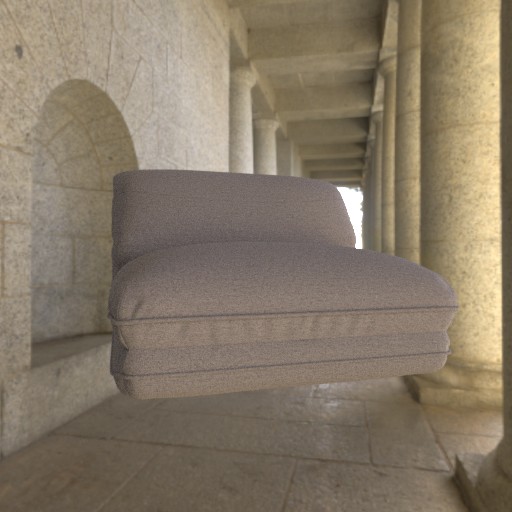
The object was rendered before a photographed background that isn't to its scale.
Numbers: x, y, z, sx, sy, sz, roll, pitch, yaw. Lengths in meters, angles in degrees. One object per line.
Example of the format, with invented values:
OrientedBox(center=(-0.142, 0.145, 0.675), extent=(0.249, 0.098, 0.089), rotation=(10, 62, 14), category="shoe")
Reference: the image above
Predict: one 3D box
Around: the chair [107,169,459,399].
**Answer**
OrientedBox(center=(0.000, 0.000, 1.298), extent=(0.820, 0.580, 0.780), rotation=(0, 0, -17), category="chair")
